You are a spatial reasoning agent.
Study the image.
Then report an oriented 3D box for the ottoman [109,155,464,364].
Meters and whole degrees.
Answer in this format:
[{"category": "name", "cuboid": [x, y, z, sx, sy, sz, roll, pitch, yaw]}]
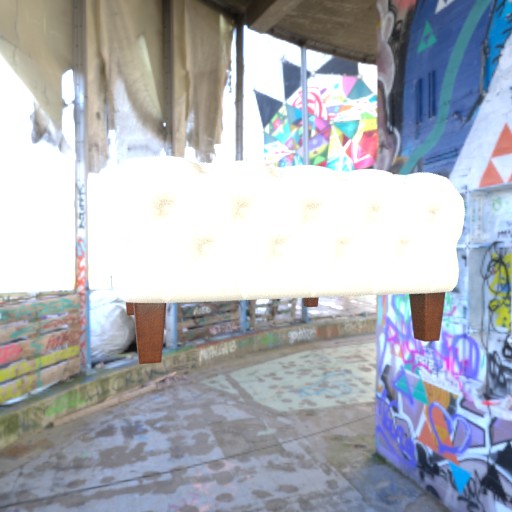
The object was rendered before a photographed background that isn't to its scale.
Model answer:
[{"category": "ottoman", "cuboid": [0.000, 0.000, 1.203, 0.755, 0.376, 0.753, 0, 1, -18]}]
